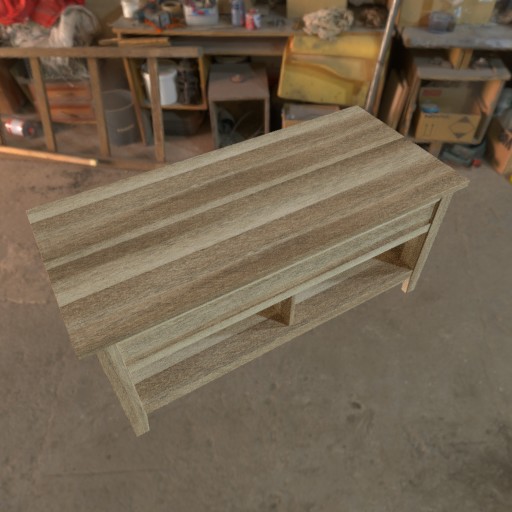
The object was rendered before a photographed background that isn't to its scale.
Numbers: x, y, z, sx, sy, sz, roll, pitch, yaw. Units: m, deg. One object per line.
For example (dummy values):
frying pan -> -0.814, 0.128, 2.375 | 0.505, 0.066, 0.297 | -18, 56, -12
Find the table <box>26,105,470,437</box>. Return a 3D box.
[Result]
table -> 0.000, 0.000, 1.367 | 1.095, 0.480, 0.493 | -23, 51, -20
